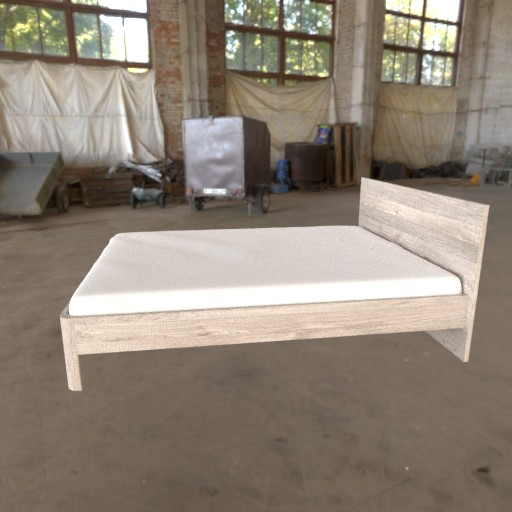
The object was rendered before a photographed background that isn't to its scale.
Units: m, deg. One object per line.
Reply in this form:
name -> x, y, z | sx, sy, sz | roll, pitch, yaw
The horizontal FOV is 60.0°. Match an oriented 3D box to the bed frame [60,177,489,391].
bed frame -> 0.000, 0.000, 2.716 | 1.950, 0.800, 1.490 | -2, 15, -9
